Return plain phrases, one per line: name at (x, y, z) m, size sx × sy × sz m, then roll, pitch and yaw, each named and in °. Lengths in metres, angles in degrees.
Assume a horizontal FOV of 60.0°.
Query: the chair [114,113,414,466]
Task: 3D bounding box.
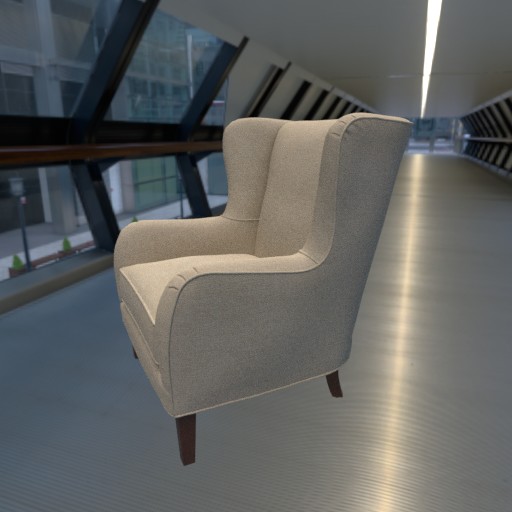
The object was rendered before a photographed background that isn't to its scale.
chair at (0.000, 0.000, 1.716) m, size 0.966 × 1.040 × 0.838 m, roll -8°, pitch 18°, yaw -25°
